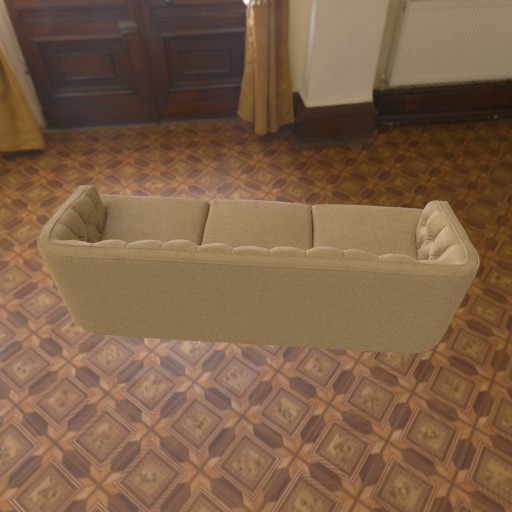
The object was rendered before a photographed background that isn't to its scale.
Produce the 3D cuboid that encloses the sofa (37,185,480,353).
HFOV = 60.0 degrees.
[{"bbox_3d":[0.000,0.000,2.662,2.235,0.788,0.913,3,45,3],"label":"sofa"}]
